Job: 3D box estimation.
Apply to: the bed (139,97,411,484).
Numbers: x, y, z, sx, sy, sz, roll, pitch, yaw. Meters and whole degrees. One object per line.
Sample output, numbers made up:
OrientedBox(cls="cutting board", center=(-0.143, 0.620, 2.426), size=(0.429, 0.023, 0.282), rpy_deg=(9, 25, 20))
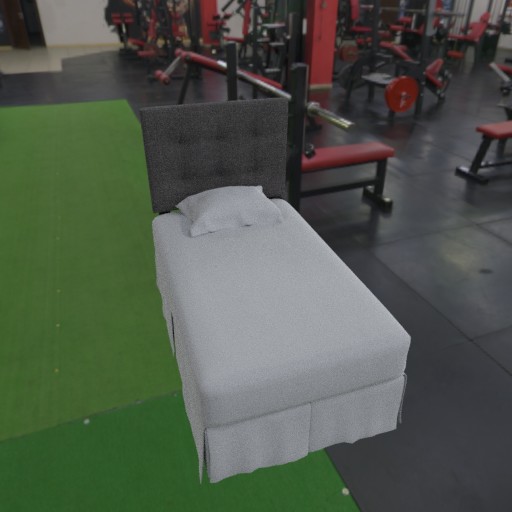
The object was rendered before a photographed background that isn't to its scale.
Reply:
OrientedBox(cls="bed", center=(0.000, 0.000, 2.942), size=(1.261, 1.571, 1.997), rpy_deg=(-10, 33, -15))
